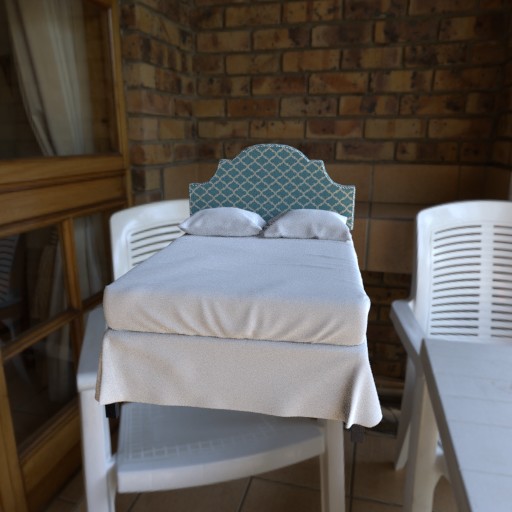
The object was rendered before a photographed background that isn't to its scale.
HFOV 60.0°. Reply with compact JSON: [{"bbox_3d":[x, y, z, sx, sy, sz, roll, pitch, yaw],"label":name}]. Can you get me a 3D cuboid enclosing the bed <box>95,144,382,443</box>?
[{"bbox_3d":[0.000,0.000,3.394,1.780,1.633,2.222,2,15,8],"label":"bed"}]
